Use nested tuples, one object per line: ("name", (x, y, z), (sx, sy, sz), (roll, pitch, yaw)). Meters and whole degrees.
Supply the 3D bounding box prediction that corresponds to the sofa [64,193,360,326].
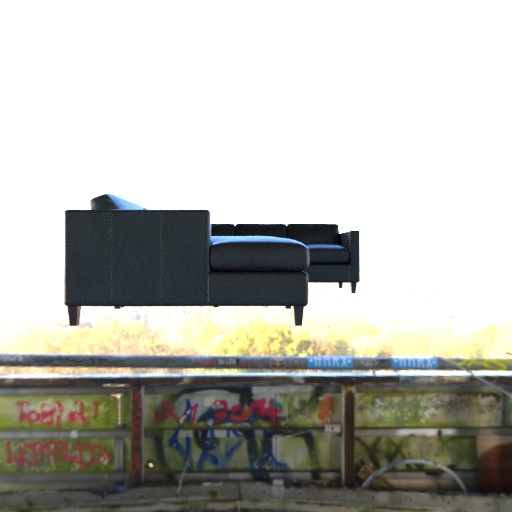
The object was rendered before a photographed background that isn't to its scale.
("sofa", (0.000, 0.000, 4.466), (2.452, 0.891, 3.324), (0, 0, 0))
